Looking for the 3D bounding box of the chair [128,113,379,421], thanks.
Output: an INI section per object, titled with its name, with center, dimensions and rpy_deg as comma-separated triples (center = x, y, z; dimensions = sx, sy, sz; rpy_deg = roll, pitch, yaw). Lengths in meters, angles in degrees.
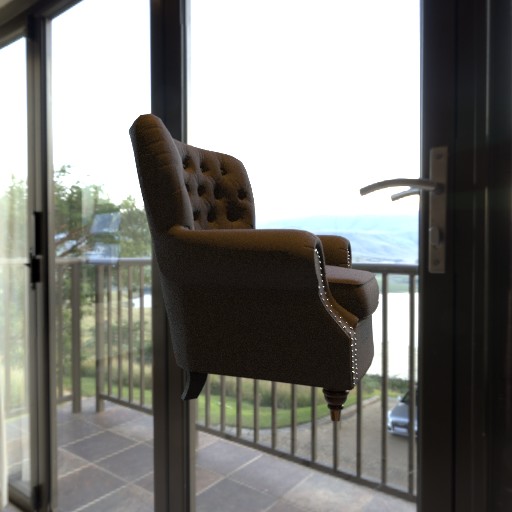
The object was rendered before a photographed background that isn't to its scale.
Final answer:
[chair]
center = 0.000, 0.000, 1.855
dimensions = 0.983, 1.046, 0.983
rpy_deg = 0, 1, 19
